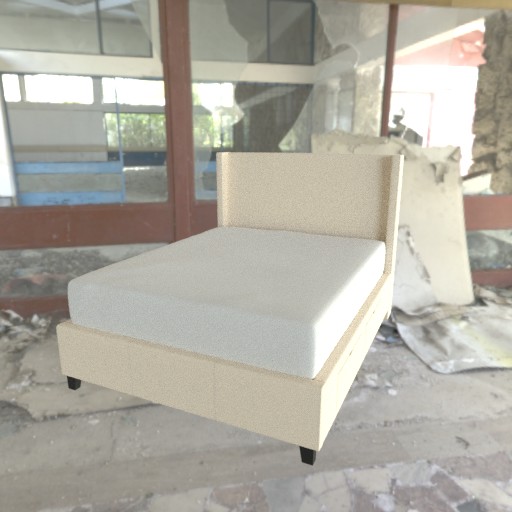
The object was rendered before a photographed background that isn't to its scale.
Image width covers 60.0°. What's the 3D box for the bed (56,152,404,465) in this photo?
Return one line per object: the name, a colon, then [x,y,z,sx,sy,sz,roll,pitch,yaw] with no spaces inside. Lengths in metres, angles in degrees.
bed: [0.000,0.000,3.384,1.765,1.471,2.280,7,16,24]
